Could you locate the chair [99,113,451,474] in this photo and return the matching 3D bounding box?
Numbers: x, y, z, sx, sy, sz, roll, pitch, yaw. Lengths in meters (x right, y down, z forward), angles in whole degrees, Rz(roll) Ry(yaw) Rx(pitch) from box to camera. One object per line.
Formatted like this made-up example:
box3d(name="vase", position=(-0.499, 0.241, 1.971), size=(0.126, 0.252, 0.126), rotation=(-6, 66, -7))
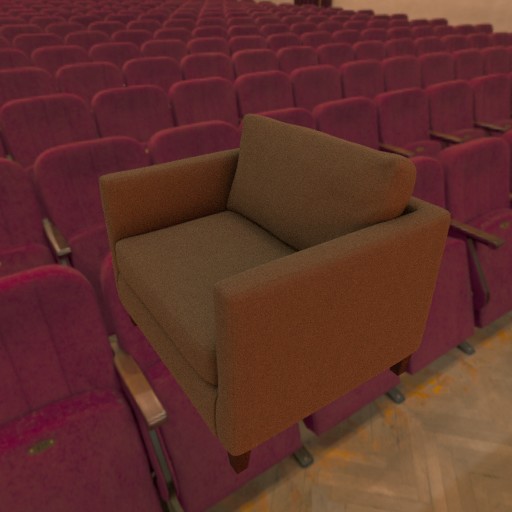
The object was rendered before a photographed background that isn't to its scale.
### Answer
box3d(name="chair", position=(0.000, 0.000, 1.834), size=(0.959, 0.963, 1.107), rotation=(-19, 35, -29))
